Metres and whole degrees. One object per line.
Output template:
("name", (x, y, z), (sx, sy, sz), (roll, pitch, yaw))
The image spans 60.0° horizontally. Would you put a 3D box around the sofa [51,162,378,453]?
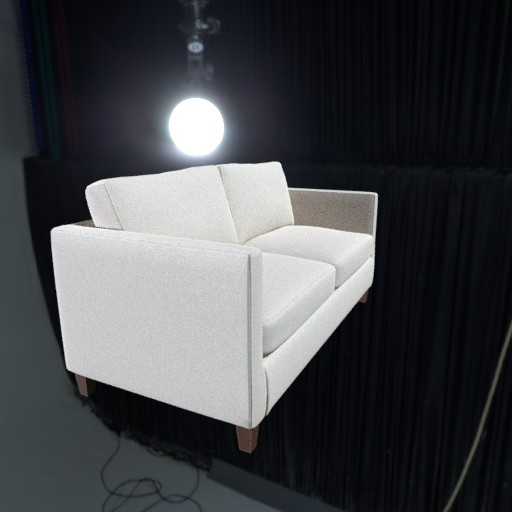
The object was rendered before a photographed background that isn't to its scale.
("sofa", (0.000, 0.000, 2.231), (0.873, 0.888, 1.722), (7, 16, 26))
